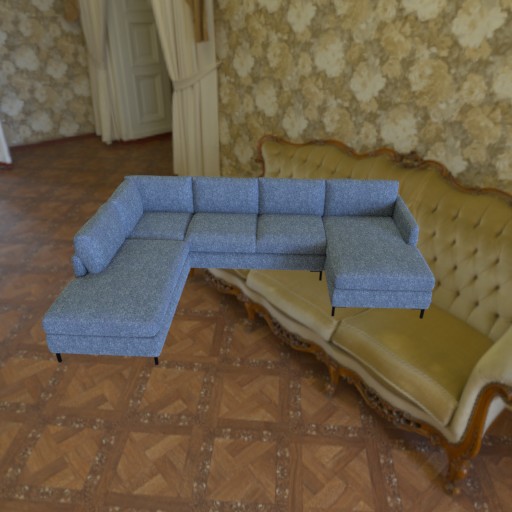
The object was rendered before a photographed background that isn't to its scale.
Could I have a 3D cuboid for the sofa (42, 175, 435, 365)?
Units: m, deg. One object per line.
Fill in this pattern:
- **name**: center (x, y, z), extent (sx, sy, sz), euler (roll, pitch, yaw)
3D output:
- **sofa**: center (0.000, 0.000, 3.617), extent (2.737, 0.756, 1.879), euler (1, 30, 2)
